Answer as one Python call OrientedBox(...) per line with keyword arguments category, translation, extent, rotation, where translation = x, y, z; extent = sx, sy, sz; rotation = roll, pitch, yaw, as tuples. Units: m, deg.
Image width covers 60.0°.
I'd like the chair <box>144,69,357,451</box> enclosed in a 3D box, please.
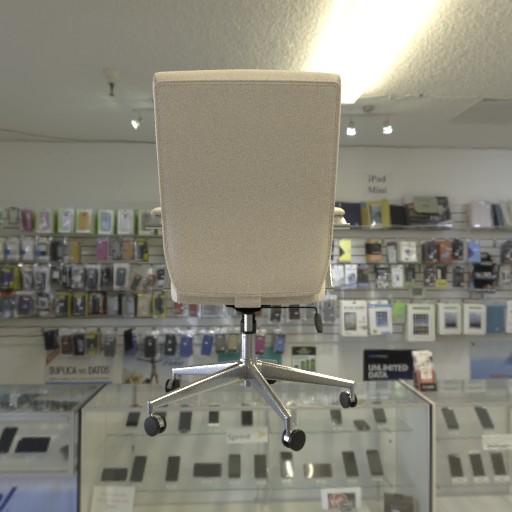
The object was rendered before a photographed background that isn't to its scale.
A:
OrientedBox(category="chair", translation=(0.000, 0.000, 1.596), extent=(0.727, 1.099, 0.745), rotation=(0, -1, -1))
